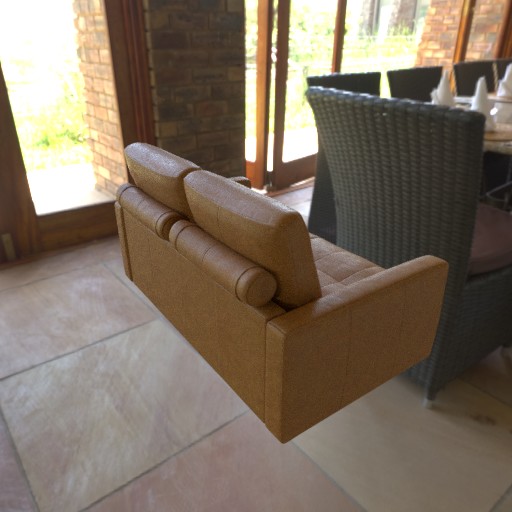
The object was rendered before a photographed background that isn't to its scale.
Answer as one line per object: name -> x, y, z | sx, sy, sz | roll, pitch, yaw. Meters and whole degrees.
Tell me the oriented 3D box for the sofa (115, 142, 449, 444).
sofa -> 0.000, 0.000, 2.019 | 0.868, 0.898, 1.430 | -18, 31, -31
